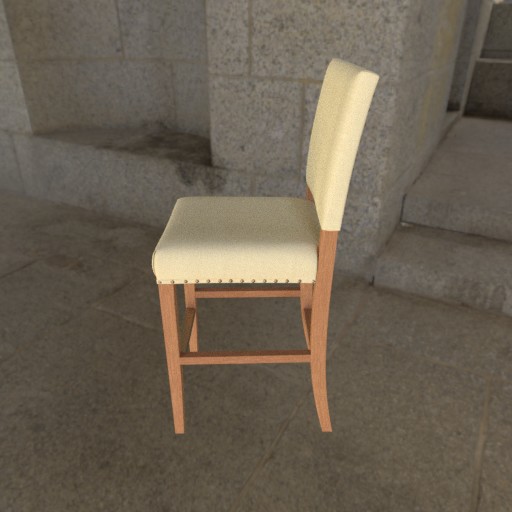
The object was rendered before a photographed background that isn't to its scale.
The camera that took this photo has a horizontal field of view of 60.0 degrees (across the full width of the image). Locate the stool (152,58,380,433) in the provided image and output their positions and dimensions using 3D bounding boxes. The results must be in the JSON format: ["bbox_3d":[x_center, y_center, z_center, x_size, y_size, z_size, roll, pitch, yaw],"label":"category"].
[{"bbox_3d":[0.000,0.000,1.461,0.584,1.168,0.445,0,28,0],"label":"stool"}]
